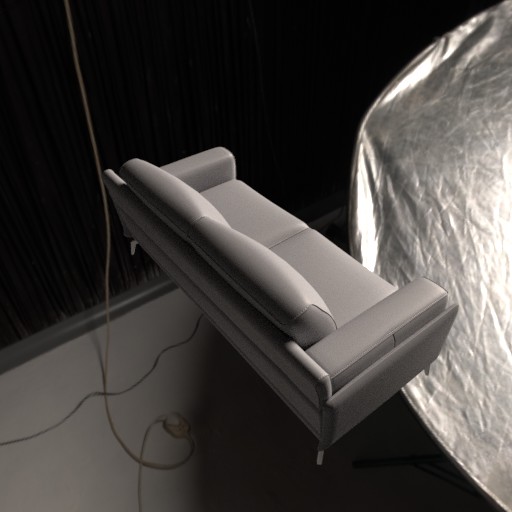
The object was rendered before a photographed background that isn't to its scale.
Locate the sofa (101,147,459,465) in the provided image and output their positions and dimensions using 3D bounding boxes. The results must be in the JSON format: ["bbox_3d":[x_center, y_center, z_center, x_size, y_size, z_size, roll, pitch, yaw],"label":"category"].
[{"bbox_3d":[0.000,0.000,2.659,0.969,0.900,2.100,-27,48,-28],"label":"sofa"}]
